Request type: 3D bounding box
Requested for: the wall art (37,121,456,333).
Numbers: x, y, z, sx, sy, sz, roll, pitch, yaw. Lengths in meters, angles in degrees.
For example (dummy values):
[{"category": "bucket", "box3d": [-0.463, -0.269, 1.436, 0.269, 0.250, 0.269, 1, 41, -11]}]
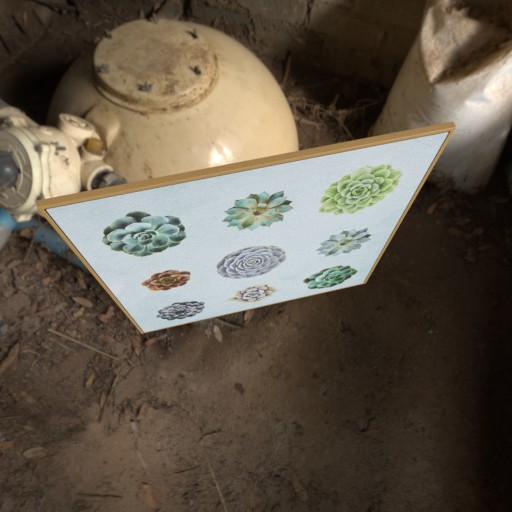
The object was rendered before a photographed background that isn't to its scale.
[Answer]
[{"category": "wall art", "box3d": [0.000, 0.000, 0.974, 0.657, 0.655, 0.014, -12, 65, -6]}]
